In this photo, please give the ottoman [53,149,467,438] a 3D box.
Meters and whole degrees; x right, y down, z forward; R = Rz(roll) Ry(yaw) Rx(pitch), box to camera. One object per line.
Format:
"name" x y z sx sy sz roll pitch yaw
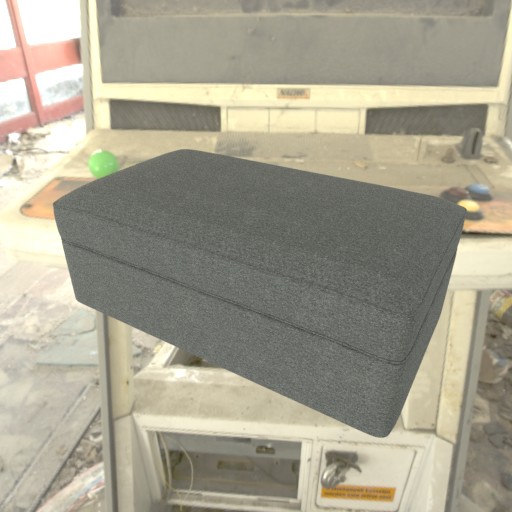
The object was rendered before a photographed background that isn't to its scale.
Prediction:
"ottoman" 0.000 0.000 1.506 1.173 0.494 0.681 17 34 27
